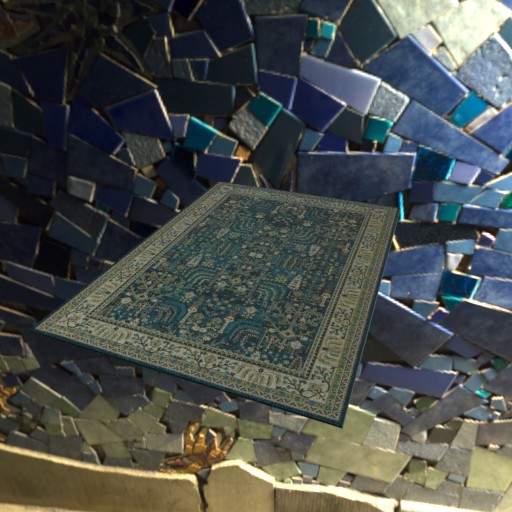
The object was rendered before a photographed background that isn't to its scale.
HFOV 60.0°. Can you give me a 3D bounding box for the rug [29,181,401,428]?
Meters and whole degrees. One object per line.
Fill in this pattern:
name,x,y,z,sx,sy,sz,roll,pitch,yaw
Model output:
rug,0.000,0.000,2.871,1.594,0.013,2.213,11,33,18
